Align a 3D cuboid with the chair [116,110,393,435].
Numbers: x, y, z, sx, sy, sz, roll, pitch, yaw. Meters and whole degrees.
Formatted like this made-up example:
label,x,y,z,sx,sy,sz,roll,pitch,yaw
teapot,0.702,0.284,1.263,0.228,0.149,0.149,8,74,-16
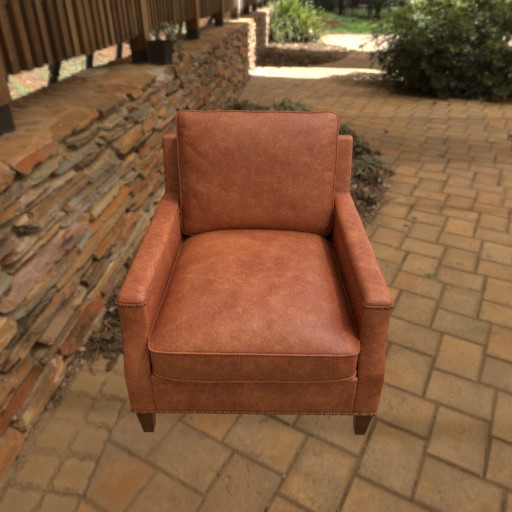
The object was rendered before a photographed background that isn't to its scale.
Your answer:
label,x,y,z,sx,sy,sz,roll,pitch,yaw
chair,0.000,0.000,1.741,0.853,0.943,1.014,0,32,1
